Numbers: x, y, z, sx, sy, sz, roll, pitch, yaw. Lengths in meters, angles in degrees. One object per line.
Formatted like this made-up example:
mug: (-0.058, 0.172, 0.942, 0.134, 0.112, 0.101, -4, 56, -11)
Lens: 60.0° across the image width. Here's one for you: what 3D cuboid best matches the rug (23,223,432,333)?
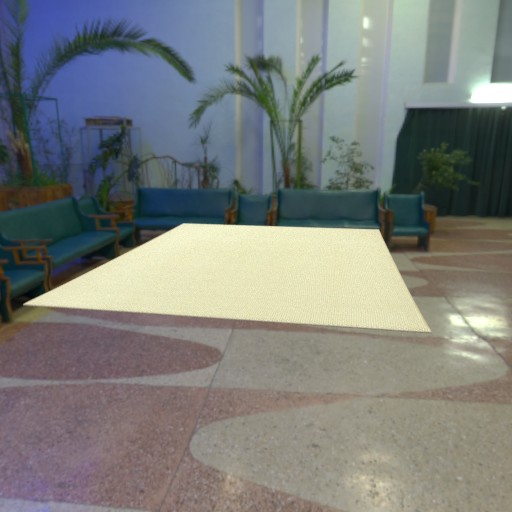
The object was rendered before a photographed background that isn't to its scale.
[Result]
rug: (0.000, 0.000, 4.045, 2.462, 0.018, 3.039, 2, 14, 10)
